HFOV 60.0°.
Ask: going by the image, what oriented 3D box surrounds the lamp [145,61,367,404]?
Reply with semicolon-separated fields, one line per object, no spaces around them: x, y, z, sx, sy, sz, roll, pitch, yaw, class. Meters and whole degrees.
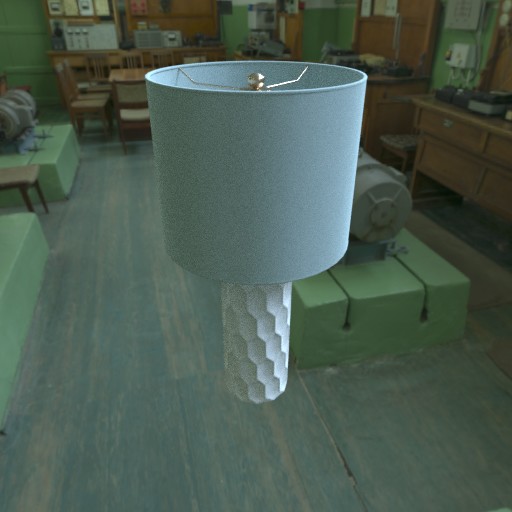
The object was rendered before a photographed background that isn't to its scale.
0.000;0.000;0.695;0.277;0.534;0.277;-8;31;-14;lamp
